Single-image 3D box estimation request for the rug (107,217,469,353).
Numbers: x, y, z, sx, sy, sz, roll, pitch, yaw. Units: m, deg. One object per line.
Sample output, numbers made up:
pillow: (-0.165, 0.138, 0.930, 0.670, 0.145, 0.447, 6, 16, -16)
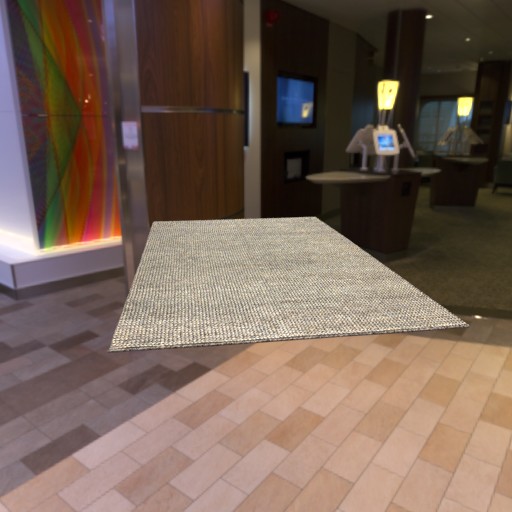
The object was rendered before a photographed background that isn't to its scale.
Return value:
rug: (0.000, 0.000, 2.989, 1.538, 0.021, 2.443, -2, 17, -8)
